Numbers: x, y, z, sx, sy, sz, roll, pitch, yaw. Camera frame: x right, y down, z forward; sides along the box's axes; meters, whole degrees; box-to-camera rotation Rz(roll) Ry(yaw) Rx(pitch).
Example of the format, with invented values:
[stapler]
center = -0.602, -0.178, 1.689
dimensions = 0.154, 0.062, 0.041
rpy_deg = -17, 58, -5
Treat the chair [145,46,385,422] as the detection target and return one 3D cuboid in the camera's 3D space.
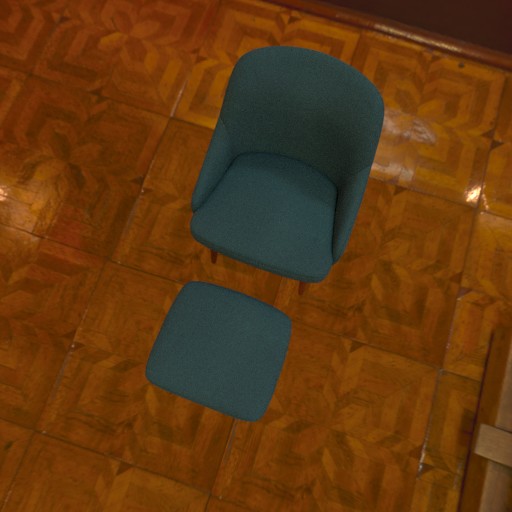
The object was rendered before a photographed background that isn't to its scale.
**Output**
[chair]
center = 0.000, 0.000, 1.611
dimensions = 0.584, 0.866, 1.114
rpy_deg = 20, 76, 5
